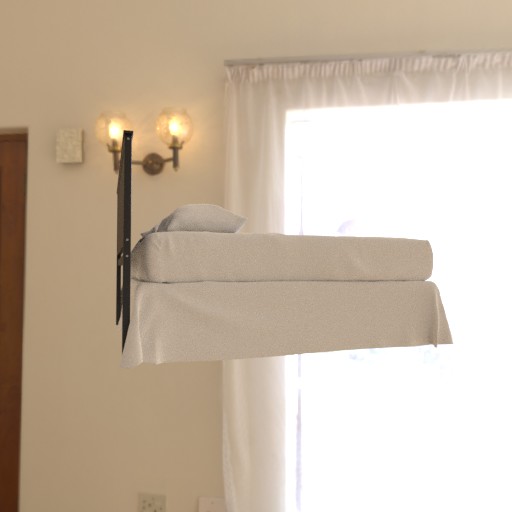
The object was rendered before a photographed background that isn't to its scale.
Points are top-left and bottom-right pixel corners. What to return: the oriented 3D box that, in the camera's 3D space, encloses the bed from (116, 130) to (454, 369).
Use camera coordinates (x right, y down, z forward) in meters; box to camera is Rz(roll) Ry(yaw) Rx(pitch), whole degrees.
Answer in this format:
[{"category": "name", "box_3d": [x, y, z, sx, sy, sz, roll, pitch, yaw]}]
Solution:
[{"category": "bed", "box_3d": [0.000, 0.000, 3.696, 2.219, 1.271, 2.315, 1, -2, -18]}]
